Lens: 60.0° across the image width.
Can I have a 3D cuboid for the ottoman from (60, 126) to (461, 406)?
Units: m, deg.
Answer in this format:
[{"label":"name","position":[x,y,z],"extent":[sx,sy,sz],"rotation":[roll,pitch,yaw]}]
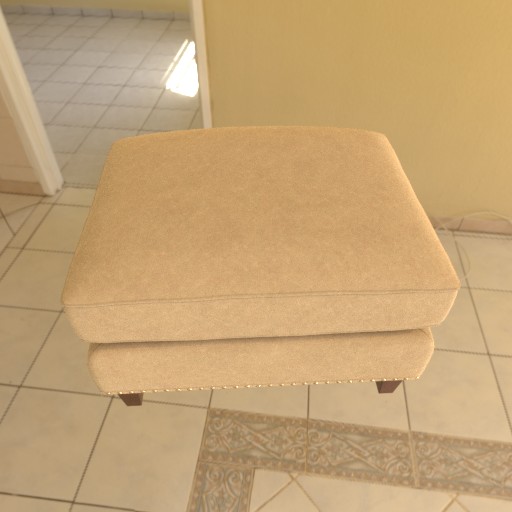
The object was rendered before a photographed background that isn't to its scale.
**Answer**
[{"label":"ottoman","position":[0.000,0.000,1.118],"extent":[0.741,0.513,0.584],"rotation":[-2,45,-2]}]
